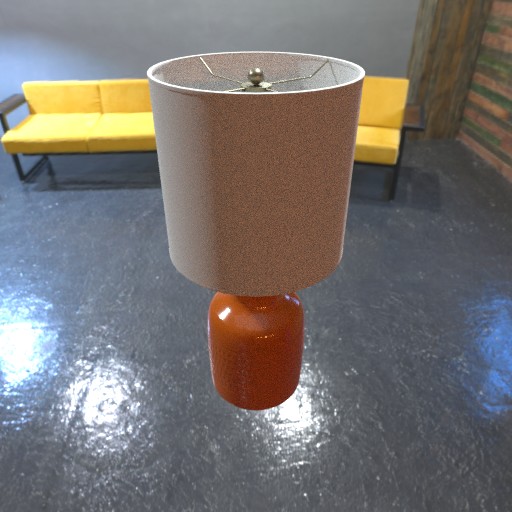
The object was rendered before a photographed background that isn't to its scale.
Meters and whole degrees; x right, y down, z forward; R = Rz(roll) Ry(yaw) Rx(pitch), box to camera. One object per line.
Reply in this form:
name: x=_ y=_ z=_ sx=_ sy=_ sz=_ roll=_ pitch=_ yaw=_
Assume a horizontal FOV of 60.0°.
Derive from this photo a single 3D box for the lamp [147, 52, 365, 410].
lamp: x=0.000 y=0.000 z=1.101 sx=0.418 sy=0.871 sz=0.418 roll=0 pitch=33 yaw=0
